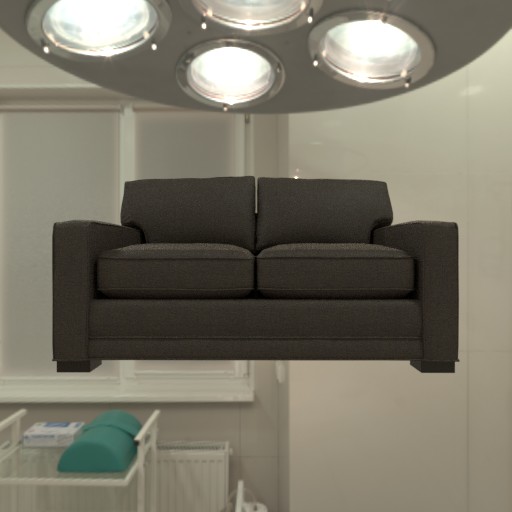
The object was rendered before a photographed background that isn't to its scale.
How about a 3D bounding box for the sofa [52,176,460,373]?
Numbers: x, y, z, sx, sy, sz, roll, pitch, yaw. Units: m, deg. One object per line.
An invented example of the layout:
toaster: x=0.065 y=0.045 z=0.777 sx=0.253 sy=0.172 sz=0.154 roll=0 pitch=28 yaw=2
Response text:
sofa: x=0.000 y=0.000 z=2.131 sx=1.534 sy=0.887 sz=0.974 roll=0 pitch=0 yaw=0
